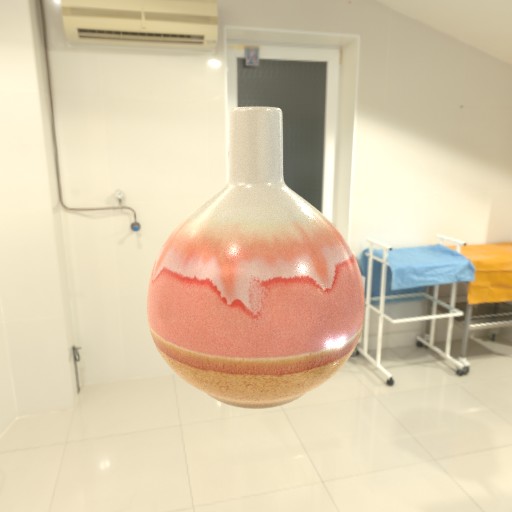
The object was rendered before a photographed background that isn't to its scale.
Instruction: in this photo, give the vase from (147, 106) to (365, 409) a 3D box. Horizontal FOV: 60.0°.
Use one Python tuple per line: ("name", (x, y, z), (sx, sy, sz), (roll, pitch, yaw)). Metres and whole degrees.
("vase", (0.000, 0.000, 0.279), (0.137, 0.176, 0.137), (0, 14, 0))
